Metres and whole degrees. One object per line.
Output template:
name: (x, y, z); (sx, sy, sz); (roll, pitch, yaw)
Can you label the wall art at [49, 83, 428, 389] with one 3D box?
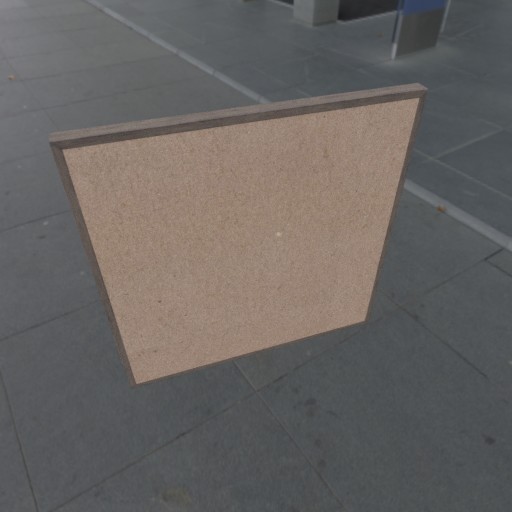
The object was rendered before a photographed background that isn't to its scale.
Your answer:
wall art: (0.000, 0.000, 1.115); (0.762, 0.762, 0.038); (-13, 43, -14)
